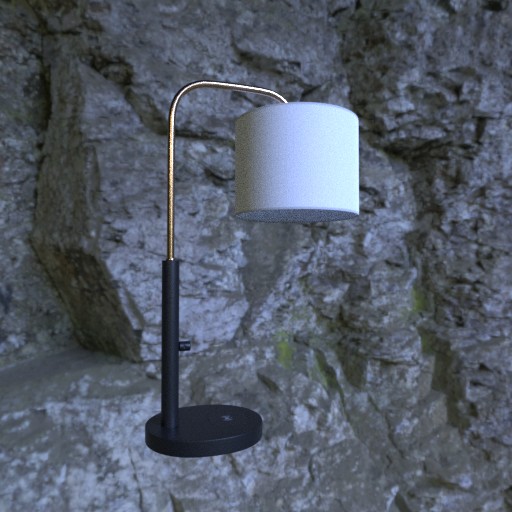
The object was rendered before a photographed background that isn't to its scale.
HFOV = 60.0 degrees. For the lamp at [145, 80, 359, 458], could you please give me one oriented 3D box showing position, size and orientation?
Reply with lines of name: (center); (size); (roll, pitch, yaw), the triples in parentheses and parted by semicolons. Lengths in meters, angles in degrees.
lamp: (0.000, 0.000, 0.699); (0.337, 0.540, 0.199); (0, -2, -19)
